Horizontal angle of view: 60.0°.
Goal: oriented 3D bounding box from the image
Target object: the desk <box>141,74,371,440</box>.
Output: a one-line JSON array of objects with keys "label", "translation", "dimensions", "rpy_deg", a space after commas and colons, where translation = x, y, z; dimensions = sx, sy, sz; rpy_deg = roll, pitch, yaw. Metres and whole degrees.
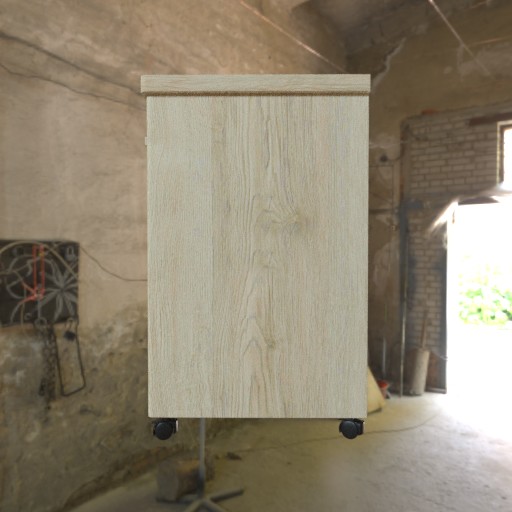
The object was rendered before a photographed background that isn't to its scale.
[{"label": "desk", "translation": [0.000, 0.000, 1.366], "dimensions": [0.480, 0.770, 0.885], "rpy_deg": [0, 1, 0]}]
